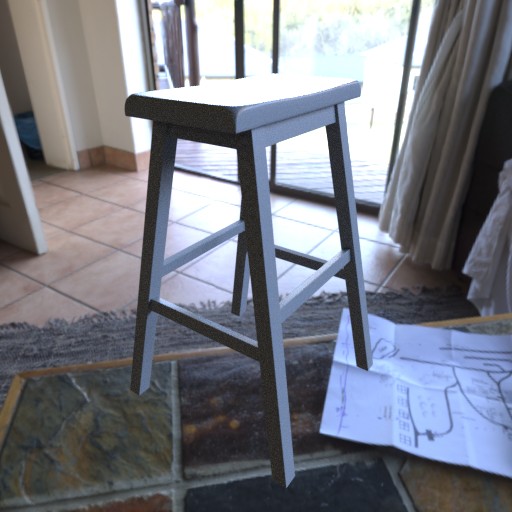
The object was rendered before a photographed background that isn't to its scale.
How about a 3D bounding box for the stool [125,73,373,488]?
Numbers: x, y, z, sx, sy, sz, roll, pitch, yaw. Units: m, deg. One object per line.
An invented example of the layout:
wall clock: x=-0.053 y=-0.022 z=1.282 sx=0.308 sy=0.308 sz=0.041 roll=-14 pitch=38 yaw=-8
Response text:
stool: x=0.000 y=0.000 z=1.022 sx=0.476 sy=0.737 sz=0.457 roll=18 pitch=33 yaw=31
